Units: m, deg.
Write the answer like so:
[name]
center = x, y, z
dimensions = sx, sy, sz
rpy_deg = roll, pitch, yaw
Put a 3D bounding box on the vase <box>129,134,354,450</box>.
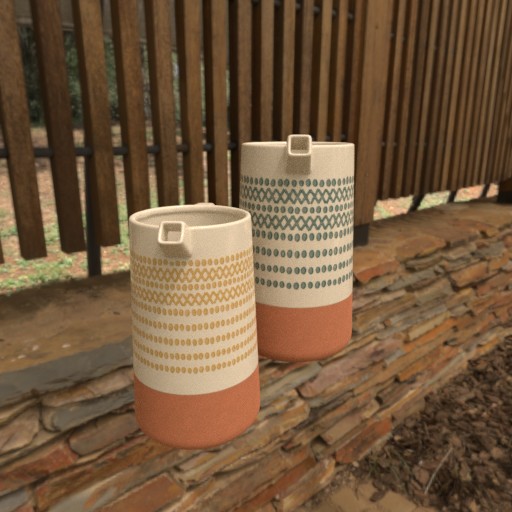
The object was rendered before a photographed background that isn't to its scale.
[vase]
center = 0.000, 0.000, 0.467
dimensions = 0.168, 0.247, 0.326
rpy_deg = 15, 22, 42
